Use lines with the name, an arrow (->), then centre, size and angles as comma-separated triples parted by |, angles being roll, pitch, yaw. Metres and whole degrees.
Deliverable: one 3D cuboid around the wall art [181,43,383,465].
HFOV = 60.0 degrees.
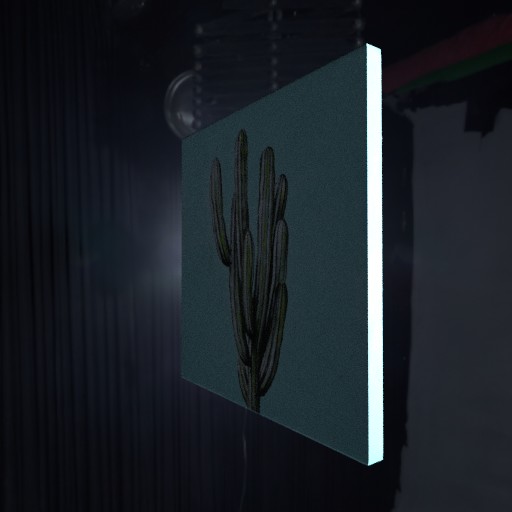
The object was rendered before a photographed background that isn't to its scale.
wall art -> 0.000, 0.000, 1.577 | 0.070, 1.073, 1.071 | 1, -1, -35
